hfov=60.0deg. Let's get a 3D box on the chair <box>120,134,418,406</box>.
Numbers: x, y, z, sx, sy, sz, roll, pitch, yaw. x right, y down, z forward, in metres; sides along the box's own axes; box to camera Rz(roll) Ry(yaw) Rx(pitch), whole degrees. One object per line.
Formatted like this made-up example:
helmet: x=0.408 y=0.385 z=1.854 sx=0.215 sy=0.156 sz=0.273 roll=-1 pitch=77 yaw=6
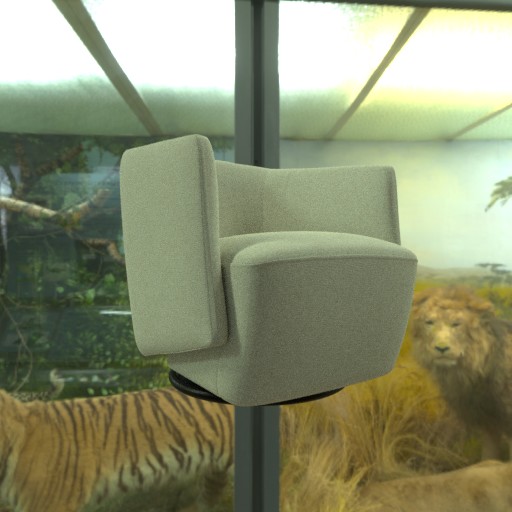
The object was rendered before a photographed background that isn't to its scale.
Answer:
chair: x=0.000 y=0.000 z=1.600 sx=0.822 sy=0.861 sz=0.986 roll=-1 pitch=1 yaw=-34
